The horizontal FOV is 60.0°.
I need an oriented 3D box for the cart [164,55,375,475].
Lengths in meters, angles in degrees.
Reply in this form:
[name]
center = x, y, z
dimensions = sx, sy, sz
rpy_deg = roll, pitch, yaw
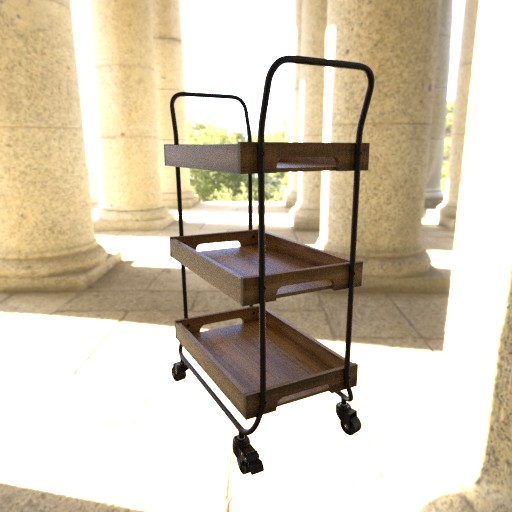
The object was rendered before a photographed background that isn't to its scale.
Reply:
[cart]
center = 0.000, 0.000, 1.151
dimensions = 0.339, 0.857, 0.583
rpy_deg = -7, 15, -27
